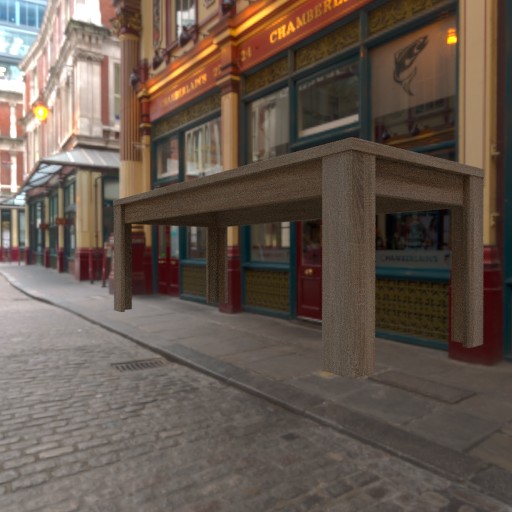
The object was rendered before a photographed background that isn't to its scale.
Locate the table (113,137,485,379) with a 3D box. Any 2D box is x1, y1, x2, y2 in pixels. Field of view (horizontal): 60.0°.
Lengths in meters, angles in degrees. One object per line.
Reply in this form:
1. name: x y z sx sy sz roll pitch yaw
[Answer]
1. table: 0.000 0.000 2.592 0.900 0.790 2.200 0 1 -38
